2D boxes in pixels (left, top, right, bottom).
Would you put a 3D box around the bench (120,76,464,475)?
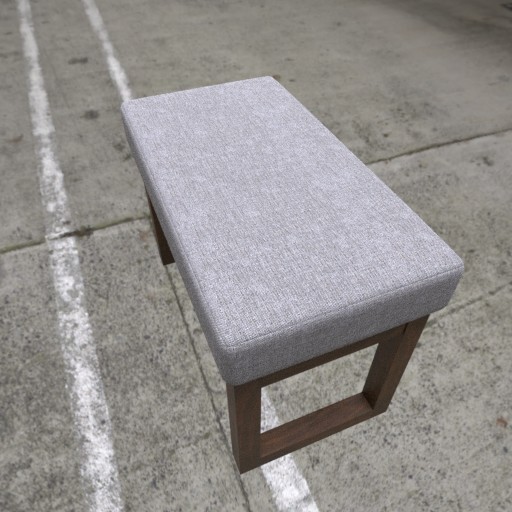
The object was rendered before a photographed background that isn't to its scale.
[{"bbox_3d":[0.000,0.000,0.940,0.366,0.467,0.681,-16,47,-16],"label":"bench"}]
